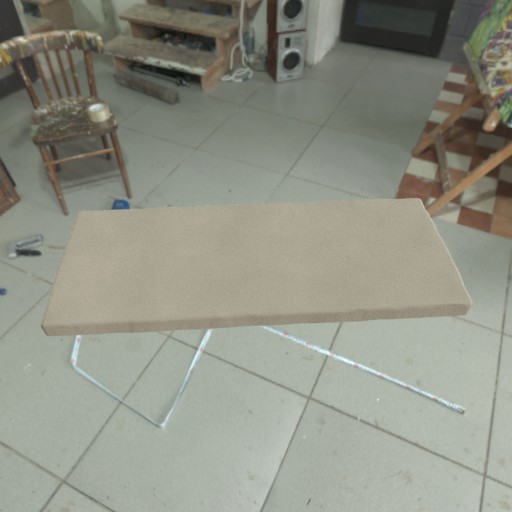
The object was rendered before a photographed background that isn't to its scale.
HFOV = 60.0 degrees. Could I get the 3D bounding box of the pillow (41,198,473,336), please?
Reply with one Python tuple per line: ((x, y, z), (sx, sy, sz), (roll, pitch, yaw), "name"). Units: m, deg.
((0.000, 0.000, 1.344), (1.187, 0.081, 0.492), (-3, 47, -2), "pillow")
